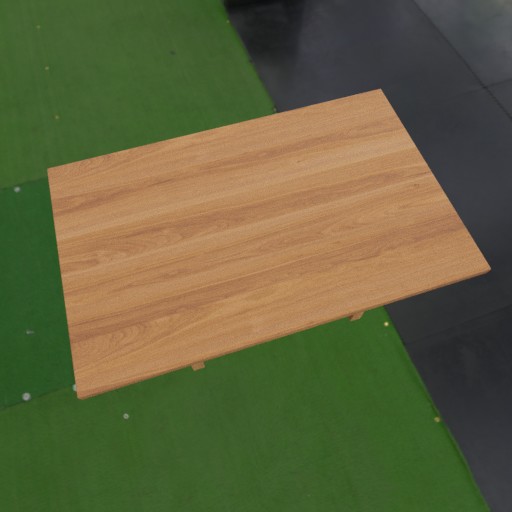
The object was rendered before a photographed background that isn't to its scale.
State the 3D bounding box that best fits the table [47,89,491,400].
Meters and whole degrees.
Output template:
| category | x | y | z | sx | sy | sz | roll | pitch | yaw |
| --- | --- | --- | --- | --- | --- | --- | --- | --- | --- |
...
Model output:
| category | x | y | z | sx | sy | sz | roll | pitch | yaw |
| --- | --- | --- | --- | --- | --- | --- | --- | --- | --- |
| table | 0.000 | 0.000 | 1.489 | 1.100 | 0.510 | 0.700 | -16 | 64 | -8 |
